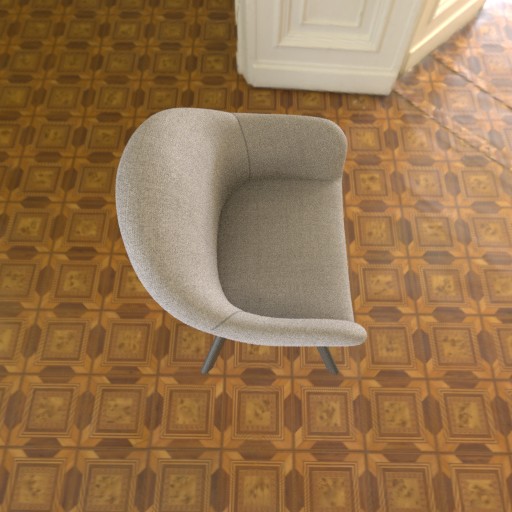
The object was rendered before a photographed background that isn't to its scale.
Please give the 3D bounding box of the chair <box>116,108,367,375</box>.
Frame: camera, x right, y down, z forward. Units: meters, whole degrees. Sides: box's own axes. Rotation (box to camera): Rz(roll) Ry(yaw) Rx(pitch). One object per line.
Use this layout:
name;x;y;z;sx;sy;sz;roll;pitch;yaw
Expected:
chair;0.000;0.000;1.211;0.550;0.795;0.590;0;65;0
